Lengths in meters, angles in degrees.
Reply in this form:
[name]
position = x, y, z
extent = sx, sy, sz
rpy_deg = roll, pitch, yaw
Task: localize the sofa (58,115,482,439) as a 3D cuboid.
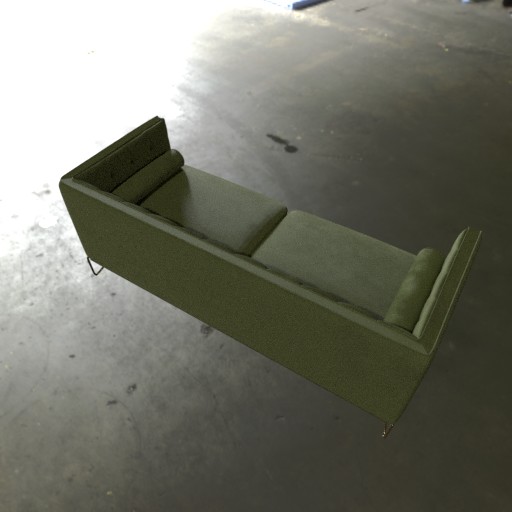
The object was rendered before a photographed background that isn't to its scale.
[sofa]
position = 0.000, 0.000, 2.537
extent = 2.087, 0.789, 0.867
rpy_deg = 25, 51, 21
